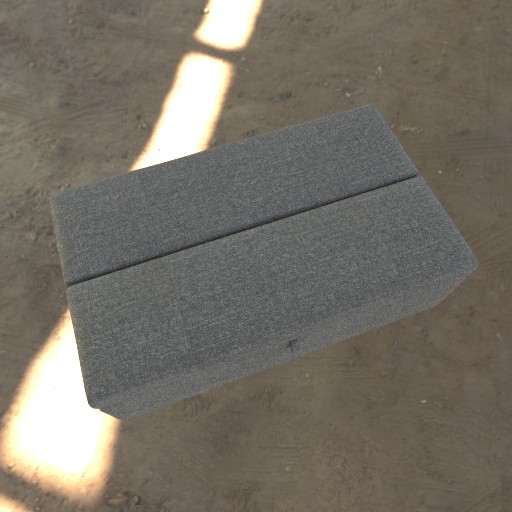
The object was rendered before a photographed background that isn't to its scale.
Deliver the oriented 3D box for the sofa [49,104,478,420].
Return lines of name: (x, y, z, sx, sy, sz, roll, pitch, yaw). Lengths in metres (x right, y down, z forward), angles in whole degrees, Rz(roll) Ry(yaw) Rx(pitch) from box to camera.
sofa: (0.000, 0.000, 1.573, 1.198, 0.417, 0.782, -18, 64, -9)
